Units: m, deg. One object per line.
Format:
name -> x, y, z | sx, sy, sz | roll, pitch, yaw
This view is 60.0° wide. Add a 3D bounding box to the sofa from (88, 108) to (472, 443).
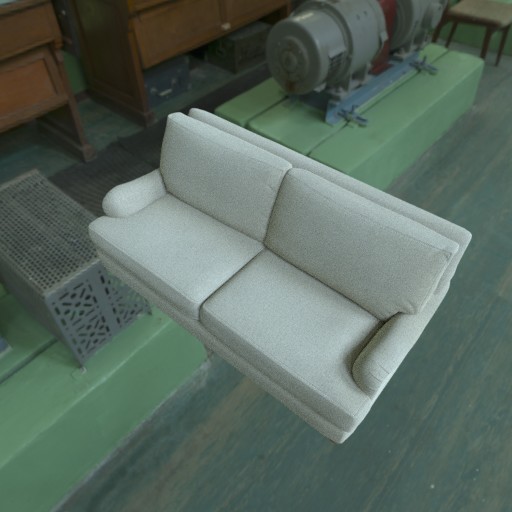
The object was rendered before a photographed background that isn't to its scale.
sofa -> 0.000, 0.000, 2.721 | 2.070, 0.997, 1.091 | 31, 55, 25
